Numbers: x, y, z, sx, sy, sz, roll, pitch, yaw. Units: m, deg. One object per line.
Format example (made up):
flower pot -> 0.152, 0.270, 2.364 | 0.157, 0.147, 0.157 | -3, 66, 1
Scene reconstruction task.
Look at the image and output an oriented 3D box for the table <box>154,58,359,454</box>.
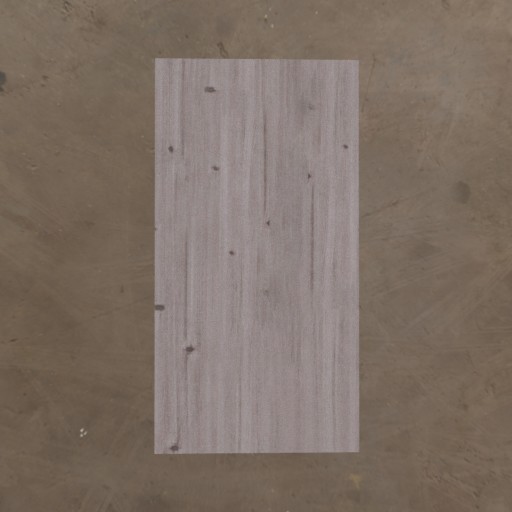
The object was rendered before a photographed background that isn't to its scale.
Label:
table -> 0.000, 0.000, 1.744 | 0.700, 0.450, 1.350 | 0, 90, -1
